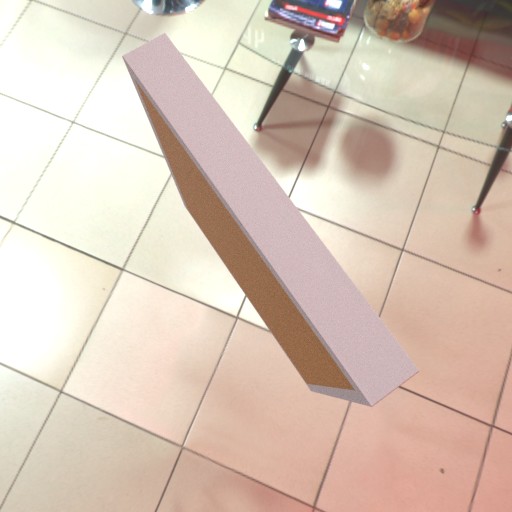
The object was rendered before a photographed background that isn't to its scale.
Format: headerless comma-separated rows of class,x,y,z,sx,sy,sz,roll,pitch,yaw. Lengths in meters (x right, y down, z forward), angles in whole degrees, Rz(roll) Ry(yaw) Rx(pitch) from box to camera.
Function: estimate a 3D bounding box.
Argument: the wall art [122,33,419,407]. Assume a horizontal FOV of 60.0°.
wall art,0.000,0.000,0.451,0.038,0.305,0.305,-33,77,-9
